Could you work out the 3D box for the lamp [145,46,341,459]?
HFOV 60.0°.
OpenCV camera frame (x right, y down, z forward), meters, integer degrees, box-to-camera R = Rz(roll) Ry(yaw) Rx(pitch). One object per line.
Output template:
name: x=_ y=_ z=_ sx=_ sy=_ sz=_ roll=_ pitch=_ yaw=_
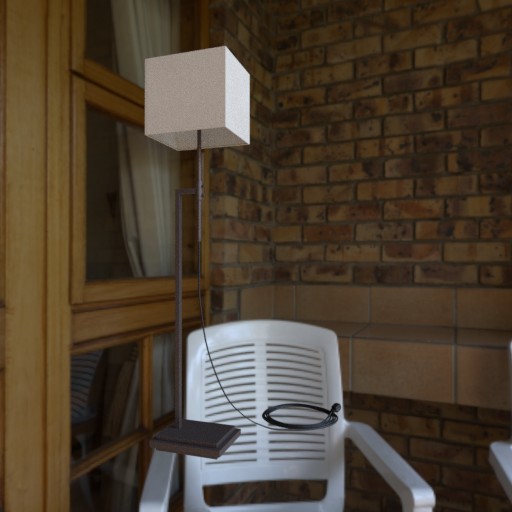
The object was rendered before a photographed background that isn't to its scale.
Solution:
lamp: x=0.000 y=0.000 z=2.056 sx=0.698 sy=1.600 sz=0.774 roll=0 pitch=0 yaw=18
